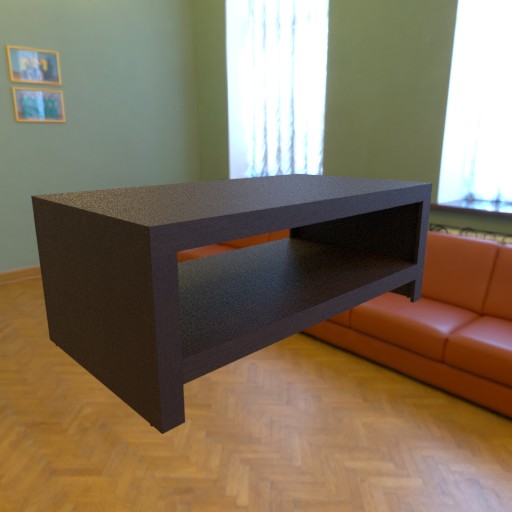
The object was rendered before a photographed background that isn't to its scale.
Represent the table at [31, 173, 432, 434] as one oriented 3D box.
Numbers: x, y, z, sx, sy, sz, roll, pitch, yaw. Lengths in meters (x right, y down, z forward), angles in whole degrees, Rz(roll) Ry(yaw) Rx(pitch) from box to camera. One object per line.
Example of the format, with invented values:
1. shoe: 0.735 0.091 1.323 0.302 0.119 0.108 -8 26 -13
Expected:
1. table: 0.000 0.000 1.404 1.099 0.424 0.597 -14 20 -42
